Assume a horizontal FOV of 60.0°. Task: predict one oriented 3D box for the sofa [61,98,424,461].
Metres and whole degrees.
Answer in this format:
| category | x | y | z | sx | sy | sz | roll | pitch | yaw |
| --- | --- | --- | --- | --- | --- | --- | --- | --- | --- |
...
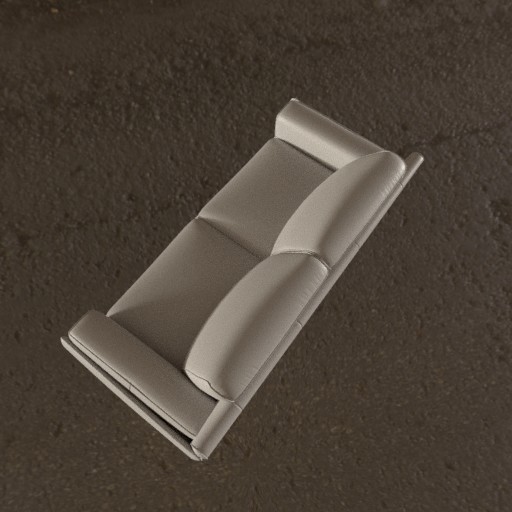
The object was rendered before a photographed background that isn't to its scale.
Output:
| category | x | y | z | sx | sy | sz | roll | pitch | yaw |
| --- | --- | --- | --- | --- | --- | --- | --- | --- | --- |
| sofa | 0.000 | 0.000 | 2.586 | 1.049 | 0.930 | 2.101 | 34 | 69 | 15 |
